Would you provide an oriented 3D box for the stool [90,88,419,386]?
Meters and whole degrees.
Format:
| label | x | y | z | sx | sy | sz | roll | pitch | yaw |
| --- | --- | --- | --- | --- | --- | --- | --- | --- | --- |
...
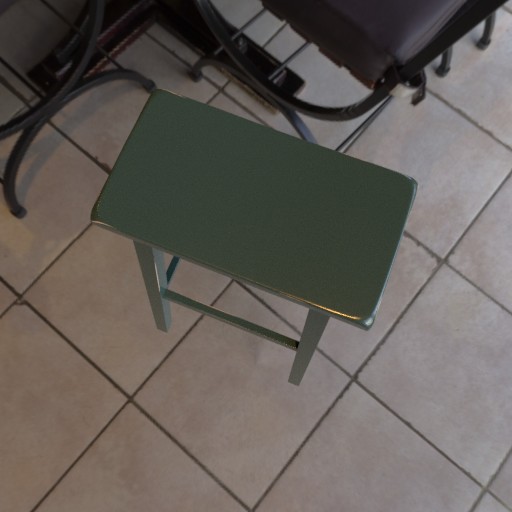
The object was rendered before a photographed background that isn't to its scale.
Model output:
| label | x | y | z | sx | sy | sz | roll | pitch | yaw |
| --- | --- | --- | --- | --- | --- | --- | --- | --- | --- |
| stool | 0.000 | 0.000 | 1.019 | 0.457 | 0.737 | 0.476 | 21 | 77 | 5 |
